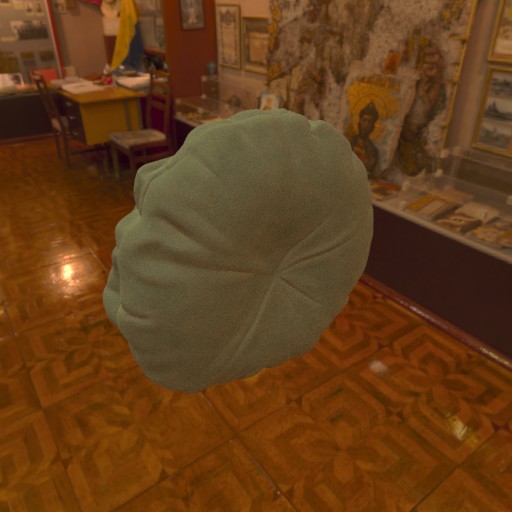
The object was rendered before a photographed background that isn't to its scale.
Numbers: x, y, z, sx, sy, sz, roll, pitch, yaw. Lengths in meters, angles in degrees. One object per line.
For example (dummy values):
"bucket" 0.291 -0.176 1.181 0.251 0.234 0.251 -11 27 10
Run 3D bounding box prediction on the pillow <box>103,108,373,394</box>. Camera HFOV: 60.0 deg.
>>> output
"pillow" 0.000 0.000 0.639 0.428 0.407 0.148 -19 35 -28
